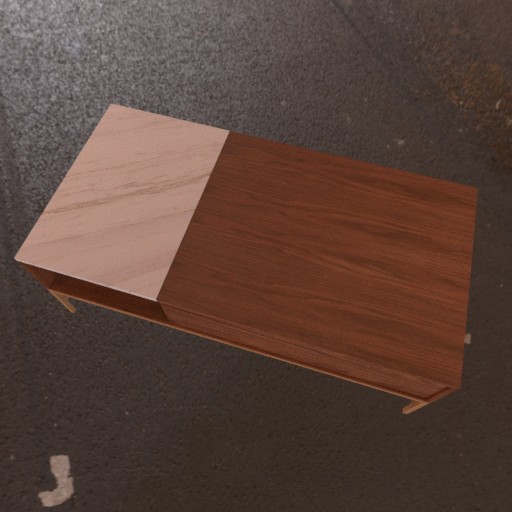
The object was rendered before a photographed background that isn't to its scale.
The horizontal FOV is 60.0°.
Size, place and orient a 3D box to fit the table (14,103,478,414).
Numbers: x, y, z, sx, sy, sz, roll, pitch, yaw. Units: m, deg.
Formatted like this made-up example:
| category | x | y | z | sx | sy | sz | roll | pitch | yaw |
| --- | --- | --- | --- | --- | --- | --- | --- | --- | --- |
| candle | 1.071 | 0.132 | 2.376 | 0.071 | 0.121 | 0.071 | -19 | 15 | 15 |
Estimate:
| category | x | y | z | sx | sy | sz | roll | pitch | yaw |
| --- | --- | --- | --- | --- | --- | --- | --- | --- | --- |
| table | 0.000 | 0.000 | 1.887 | 1.553 | 0.551 | 0.789 | 15 | 63 | 8 |
